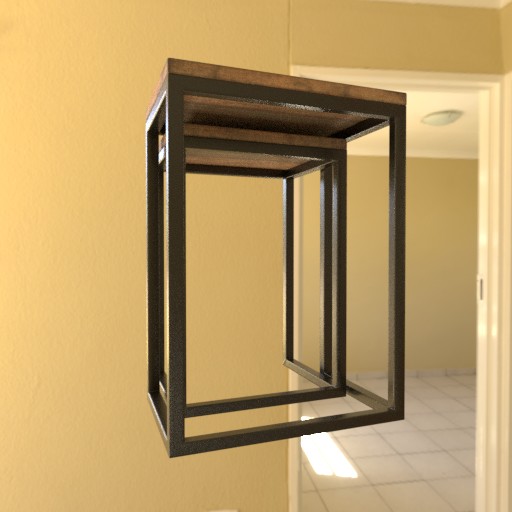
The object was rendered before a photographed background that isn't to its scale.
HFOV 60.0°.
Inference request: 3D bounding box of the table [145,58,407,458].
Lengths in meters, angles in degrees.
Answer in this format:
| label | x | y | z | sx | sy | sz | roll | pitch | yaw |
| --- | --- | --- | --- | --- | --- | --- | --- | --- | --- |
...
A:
| label | x | y | z | sx | sy | sz | roll | pitch | yaw |
| --- | --- | --- | --- | --- | --- | --- | --- | --- | --- |
| table | 0.000 | 0.000 | 0.964 | 0.456 | 0.615 | 0.460 | 0 | 1 | -18 |
